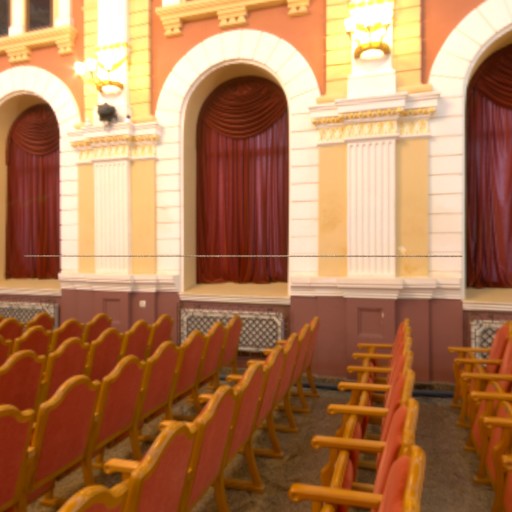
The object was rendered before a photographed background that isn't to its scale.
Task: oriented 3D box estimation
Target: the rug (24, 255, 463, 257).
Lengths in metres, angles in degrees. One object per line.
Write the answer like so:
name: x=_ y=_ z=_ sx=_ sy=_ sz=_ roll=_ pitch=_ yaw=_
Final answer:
rug: x=0.000 y=0.000 z=2.884 sx=2.283 sy=0.006 sz=1.521 roll=0 pitch=0 yaw=19
